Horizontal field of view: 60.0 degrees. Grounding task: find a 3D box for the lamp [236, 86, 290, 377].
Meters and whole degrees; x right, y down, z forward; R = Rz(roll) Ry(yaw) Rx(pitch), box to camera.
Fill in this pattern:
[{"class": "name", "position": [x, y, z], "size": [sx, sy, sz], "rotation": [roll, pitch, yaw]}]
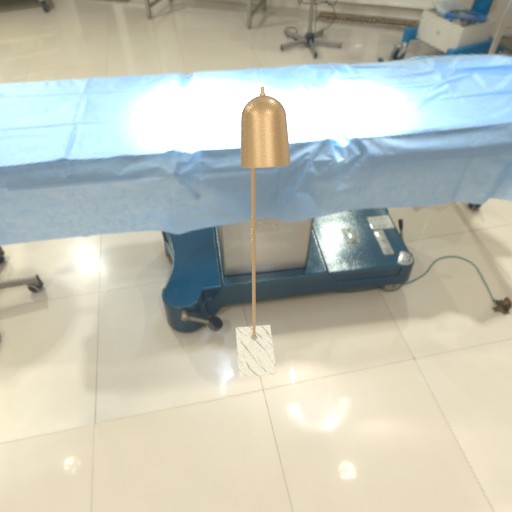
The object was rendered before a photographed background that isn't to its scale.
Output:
[{"class": "lamp", "position": [0.000, 0.000, 1.798], "size": [0.194, 1.594, 0.653], "rotation": [-4, 47, -4]}]
